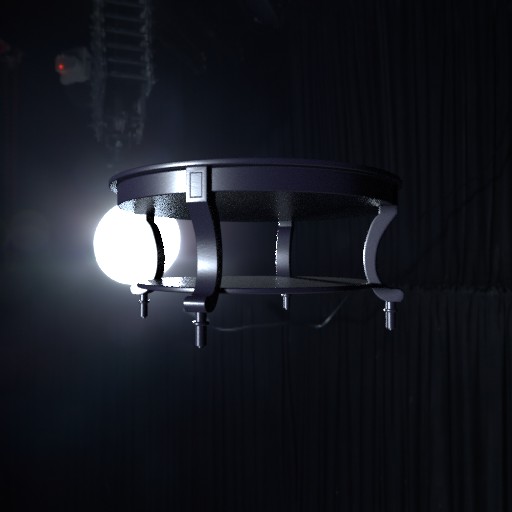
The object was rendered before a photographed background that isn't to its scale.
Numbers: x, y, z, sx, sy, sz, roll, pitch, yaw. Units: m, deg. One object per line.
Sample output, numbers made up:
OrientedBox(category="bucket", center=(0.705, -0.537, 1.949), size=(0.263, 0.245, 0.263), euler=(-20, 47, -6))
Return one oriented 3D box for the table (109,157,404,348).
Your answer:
OrientedBox(category="table", center=(0.000, 0.000, 1.623), size=(1.029, 0.491, 1.029), euler=(0, 0, 0))
